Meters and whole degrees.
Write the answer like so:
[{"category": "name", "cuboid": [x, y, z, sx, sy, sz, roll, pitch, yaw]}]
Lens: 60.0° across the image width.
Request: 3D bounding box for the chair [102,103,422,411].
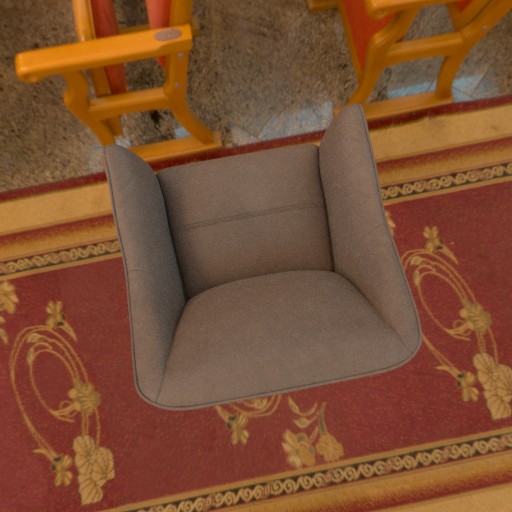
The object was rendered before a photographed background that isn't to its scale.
[{"category": "chair", "cuboid": [0.000, 0.000, 1.535, 0.871, 0.830, 0.852, -10, 78, -2]}]
